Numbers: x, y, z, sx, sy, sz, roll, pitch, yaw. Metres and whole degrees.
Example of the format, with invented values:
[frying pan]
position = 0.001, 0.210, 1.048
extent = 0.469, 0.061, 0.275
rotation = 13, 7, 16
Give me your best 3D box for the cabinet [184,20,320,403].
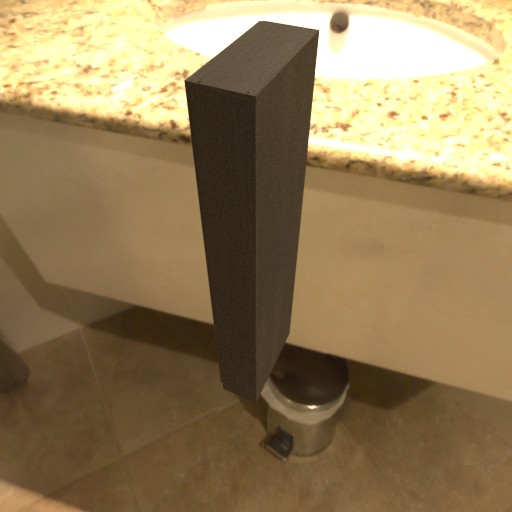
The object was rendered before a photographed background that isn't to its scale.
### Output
[cabinet]
position = 0.000, 0.000, 1.986
extent = 0.230, 1.790, 0.500
rotation = 19, 50, 17
